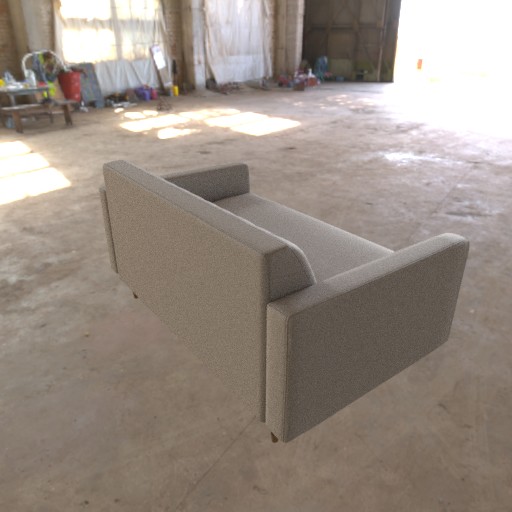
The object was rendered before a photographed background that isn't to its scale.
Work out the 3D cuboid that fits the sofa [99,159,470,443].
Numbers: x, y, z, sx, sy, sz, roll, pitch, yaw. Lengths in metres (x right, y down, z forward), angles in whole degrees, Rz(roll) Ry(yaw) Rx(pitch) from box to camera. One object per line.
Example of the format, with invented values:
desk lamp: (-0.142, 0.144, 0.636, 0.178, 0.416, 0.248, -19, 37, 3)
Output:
sofa: (0.000, 0.000, 2.150, 0.950, 0.801, 1.585, -18, 31, -33)
